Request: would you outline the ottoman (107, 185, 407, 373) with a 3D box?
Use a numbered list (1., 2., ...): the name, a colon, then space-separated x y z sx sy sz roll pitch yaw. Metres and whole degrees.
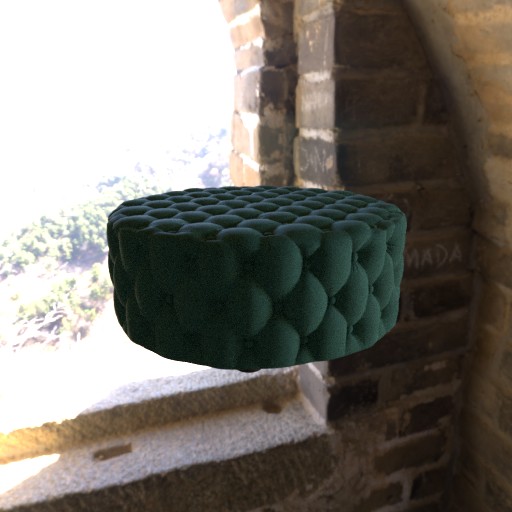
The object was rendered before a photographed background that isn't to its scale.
1. ottoman: 0.000 0.000 1.563 0.998 0.399 0.998 0 16 0
